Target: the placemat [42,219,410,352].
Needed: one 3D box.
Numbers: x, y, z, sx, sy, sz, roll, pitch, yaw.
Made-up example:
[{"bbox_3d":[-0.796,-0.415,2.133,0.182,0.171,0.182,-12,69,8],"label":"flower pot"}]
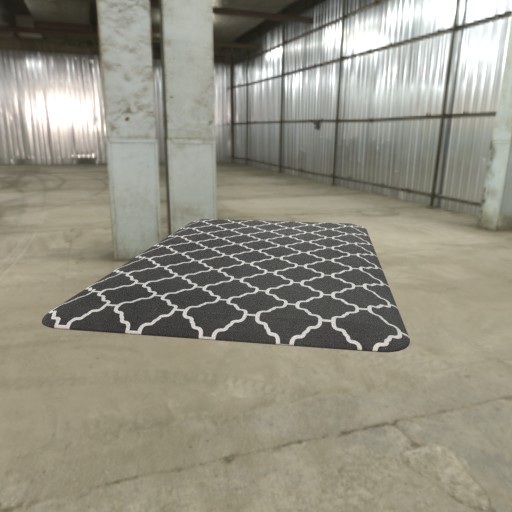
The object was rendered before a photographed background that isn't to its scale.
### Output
[{"bbox_3d":[0.000,0.000,0.930,0.508,0.021,0.762,2,15,9],"label":"placemat"}]
